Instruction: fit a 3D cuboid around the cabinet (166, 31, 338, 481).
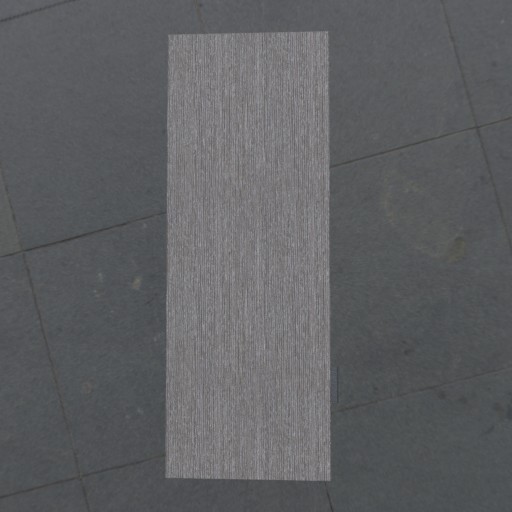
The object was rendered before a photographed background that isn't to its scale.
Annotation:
[{"bbox_3d":[0.000,0.000,1.589,0.500,0.599,1.300,0,88,2],"label":"cabinet"}]
